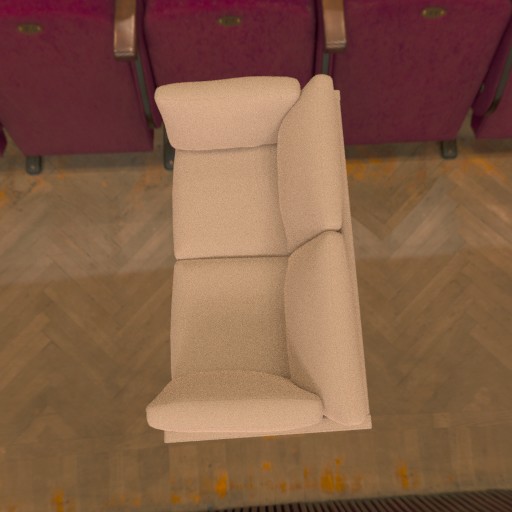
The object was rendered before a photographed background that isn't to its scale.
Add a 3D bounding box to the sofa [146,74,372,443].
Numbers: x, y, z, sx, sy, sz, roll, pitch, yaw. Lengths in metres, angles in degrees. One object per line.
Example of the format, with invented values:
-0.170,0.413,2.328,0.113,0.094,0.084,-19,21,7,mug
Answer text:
0.000,0.000,2.370,0.970,0.836,1.776,-2,75,-1,sofa
